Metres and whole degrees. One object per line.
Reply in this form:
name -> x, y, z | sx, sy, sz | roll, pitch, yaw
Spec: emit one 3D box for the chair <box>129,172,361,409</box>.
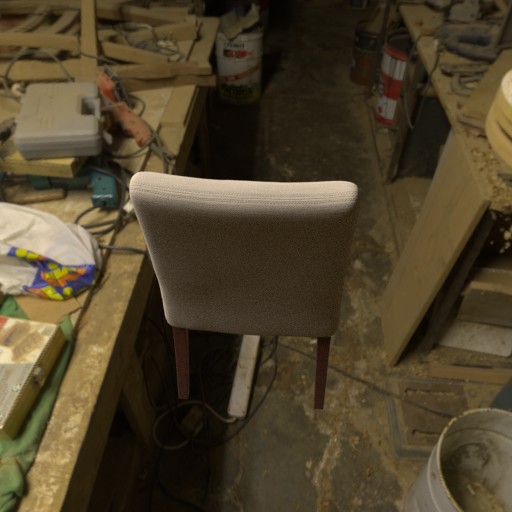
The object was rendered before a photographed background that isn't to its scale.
chair -> 0.000, 0.000, 1.298 | 0.515, 0.940, 0.638 | 3, 46, 3
